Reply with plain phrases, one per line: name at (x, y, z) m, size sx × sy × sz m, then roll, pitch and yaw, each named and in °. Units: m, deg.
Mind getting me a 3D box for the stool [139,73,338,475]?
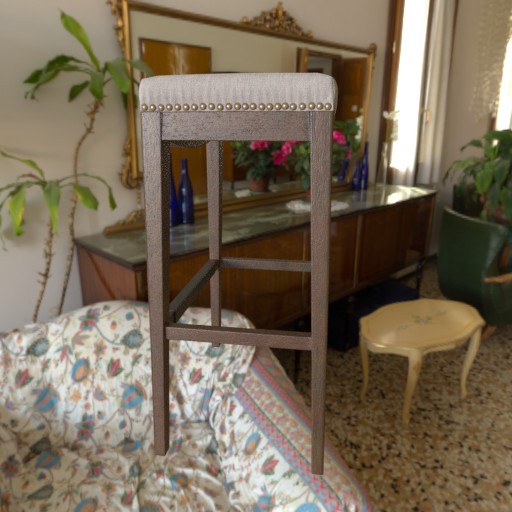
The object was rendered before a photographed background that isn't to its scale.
stool at (0.000, 0.000, 1.047) m, size 0.356 × 0.762 × 0.508 m, roll 3°, pitch 17°, yaw 9°
